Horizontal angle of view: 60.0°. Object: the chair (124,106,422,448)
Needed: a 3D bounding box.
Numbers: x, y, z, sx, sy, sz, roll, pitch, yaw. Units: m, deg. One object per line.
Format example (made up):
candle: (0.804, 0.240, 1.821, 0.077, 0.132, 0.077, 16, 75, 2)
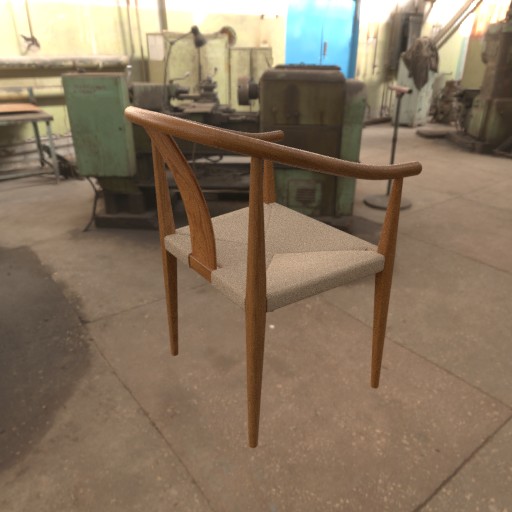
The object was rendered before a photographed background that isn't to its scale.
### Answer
chair: (0.000, 0.000, 1.210, 0.579, 0.800, 0.556, -17, 30, -31)
